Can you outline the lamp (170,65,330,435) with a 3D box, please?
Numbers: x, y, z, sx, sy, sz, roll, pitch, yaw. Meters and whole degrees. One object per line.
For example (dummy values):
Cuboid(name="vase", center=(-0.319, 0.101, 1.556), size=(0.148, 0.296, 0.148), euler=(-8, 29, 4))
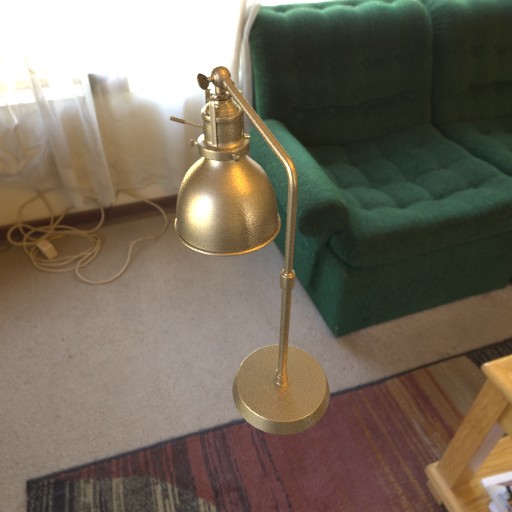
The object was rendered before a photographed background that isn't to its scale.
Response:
Cuboid(name="lamp", center=(0.000, 0.000, 0.594), size=(0.153, 0.456, 0.286), euler=(-25, 46, -27))
